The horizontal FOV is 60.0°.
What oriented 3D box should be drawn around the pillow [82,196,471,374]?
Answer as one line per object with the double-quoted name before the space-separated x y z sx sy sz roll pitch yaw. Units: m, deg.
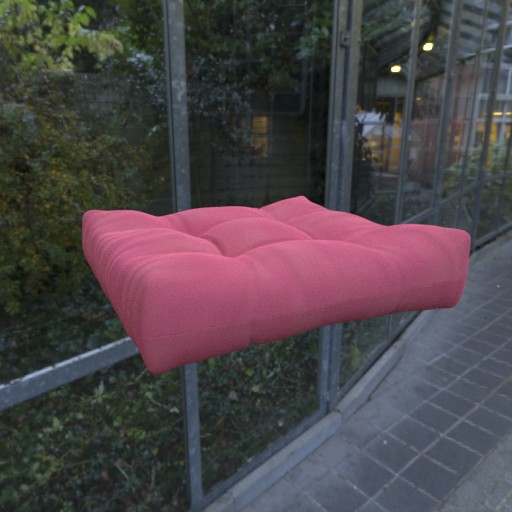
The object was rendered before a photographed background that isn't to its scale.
"pillow" 0.000 0.000 0.729 0.490 0.128 0.468 -8 17 -26
